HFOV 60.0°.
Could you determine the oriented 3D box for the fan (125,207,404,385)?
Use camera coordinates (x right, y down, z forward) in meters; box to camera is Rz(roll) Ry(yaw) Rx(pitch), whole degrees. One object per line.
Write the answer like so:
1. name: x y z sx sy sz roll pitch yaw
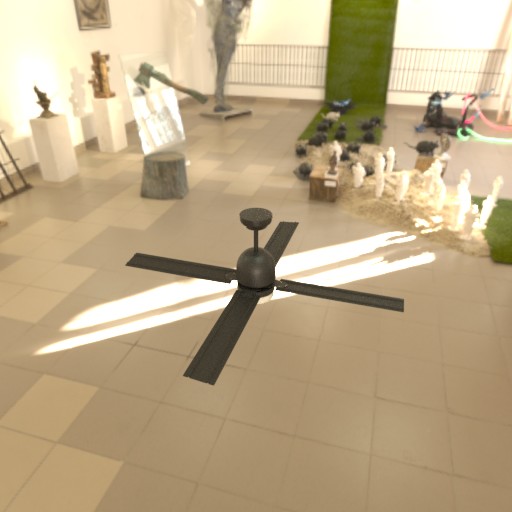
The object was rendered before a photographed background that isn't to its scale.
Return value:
1. fan: 0.000 0.000 1.989 1.319 0.410 1.319 8 31 14
